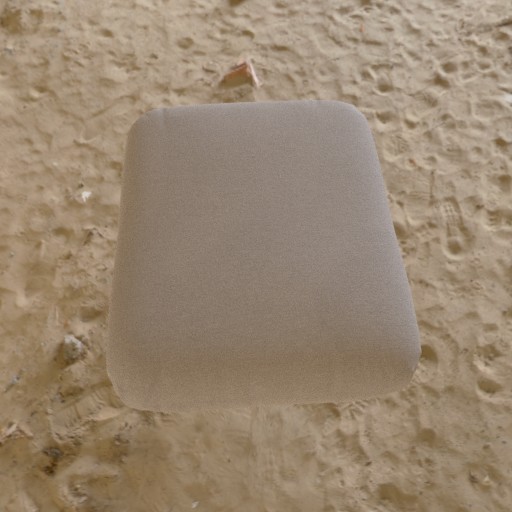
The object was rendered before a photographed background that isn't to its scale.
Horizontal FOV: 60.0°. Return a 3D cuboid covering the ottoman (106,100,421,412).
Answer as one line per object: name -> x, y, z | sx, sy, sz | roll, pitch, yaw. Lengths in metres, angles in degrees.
ottoman -> 0.000, 0.000, 1.118 | 0.622, 0.450, 0.746 | -3, 63, -2
